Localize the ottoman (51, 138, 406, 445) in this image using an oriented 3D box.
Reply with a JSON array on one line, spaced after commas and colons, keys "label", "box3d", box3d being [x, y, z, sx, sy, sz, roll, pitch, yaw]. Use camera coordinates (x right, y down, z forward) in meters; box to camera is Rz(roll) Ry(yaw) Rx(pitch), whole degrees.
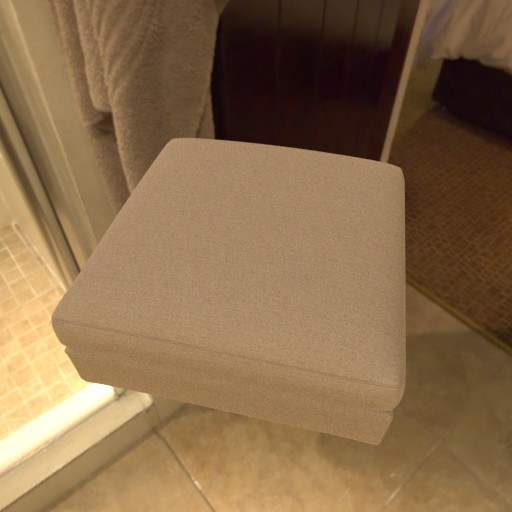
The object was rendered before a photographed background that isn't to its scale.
[{"label": "ottoman", "box3d": [0.000, 0.000, 1.639, 1.041, 0.470, 1.041, 9, 47, 9]}]
